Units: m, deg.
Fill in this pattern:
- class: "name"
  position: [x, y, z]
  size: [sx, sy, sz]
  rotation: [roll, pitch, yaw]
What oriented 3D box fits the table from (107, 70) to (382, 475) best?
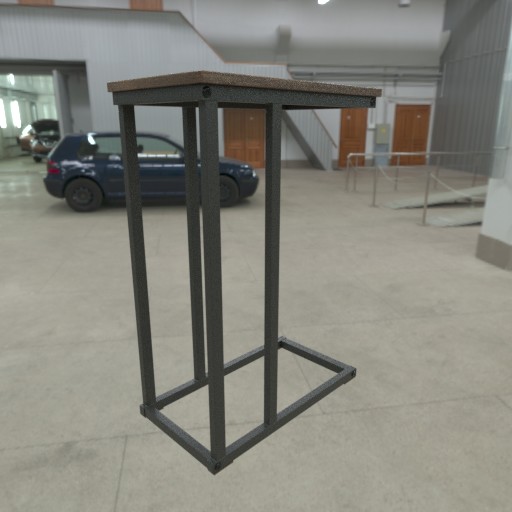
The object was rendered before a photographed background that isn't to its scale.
- class: "table"
  position: [0.000, 0.000, 0.887]
  size: [0.450, 0.637, 0.254]
  rotation: [-16, 23, -43]
